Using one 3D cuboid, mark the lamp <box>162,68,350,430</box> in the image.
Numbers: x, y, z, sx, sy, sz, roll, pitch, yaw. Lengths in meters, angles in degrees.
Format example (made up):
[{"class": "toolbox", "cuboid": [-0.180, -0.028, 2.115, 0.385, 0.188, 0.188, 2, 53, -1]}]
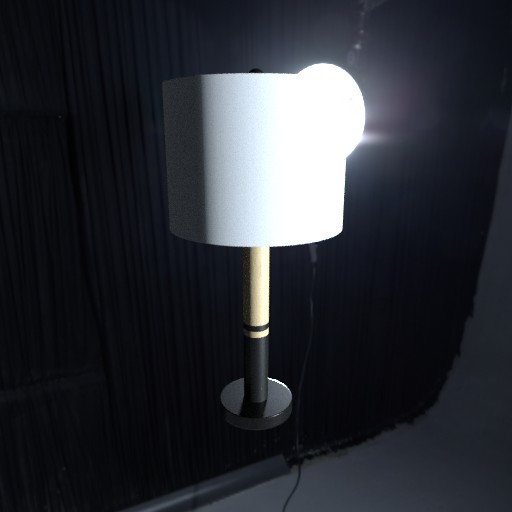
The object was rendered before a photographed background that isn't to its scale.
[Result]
[{"class": "lamp", "cuboid": [0.000, 0.000, 0.815, 0.305, 0.640, 0.305, -8, 18, -25]}]
